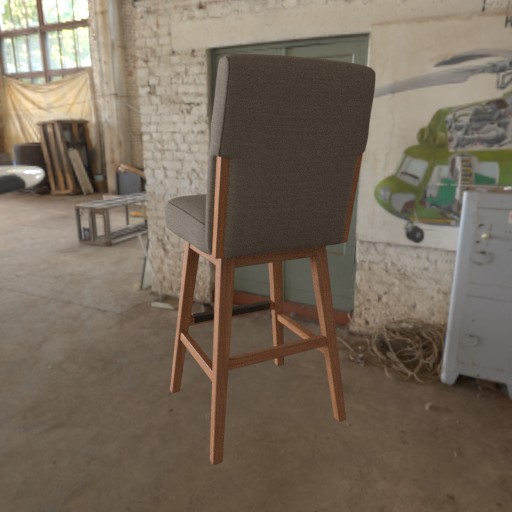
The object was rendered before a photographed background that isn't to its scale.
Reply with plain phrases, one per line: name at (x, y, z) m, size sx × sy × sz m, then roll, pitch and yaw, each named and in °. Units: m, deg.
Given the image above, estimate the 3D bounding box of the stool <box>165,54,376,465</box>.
stool at (0.000, 0.000, 1.426) m, size 0.483 × 1.112 × 0.570 m, roll -7°, pitch 17°, yaw -26°
